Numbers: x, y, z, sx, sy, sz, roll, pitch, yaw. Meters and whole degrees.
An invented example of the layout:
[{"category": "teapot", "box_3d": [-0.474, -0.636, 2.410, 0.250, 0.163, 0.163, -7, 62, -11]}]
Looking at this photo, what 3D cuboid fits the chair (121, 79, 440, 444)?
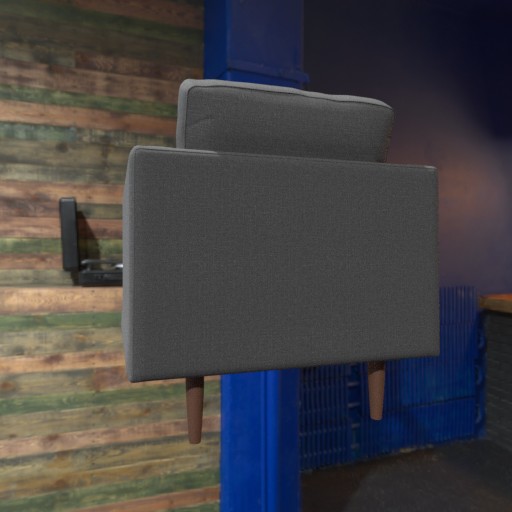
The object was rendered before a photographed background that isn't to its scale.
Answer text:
[{"category": "chair", "box_3d": [0.000, 0.000, 1.485, 0.854, 0.927, 0.800, 0, 0, -18]}]
